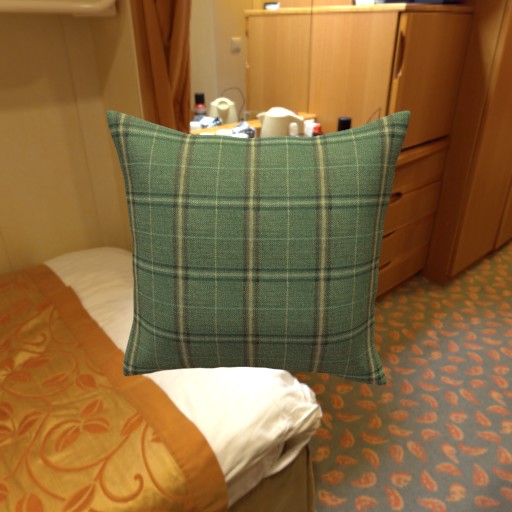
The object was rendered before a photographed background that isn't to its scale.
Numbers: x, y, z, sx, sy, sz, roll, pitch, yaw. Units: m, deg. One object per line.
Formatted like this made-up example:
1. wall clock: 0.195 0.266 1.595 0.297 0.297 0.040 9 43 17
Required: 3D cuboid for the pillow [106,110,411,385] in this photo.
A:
1. pillow: 0.000 0.000 0.707 0.453 0.430 0.200 1 27 1
